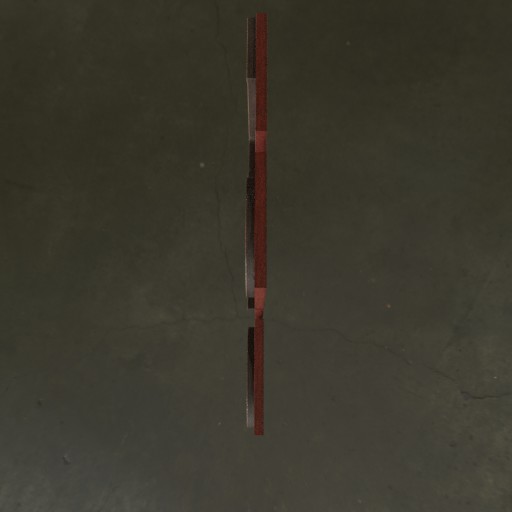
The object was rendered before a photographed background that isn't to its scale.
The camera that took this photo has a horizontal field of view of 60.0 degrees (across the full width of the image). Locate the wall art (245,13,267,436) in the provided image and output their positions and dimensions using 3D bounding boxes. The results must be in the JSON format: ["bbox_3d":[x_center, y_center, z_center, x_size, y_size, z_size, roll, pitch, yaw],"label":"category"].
[{"bbox_3d":[0.000,0.000,0.835,0.030,0.497,0.635,0,76,0],"label":"wall art"}]
